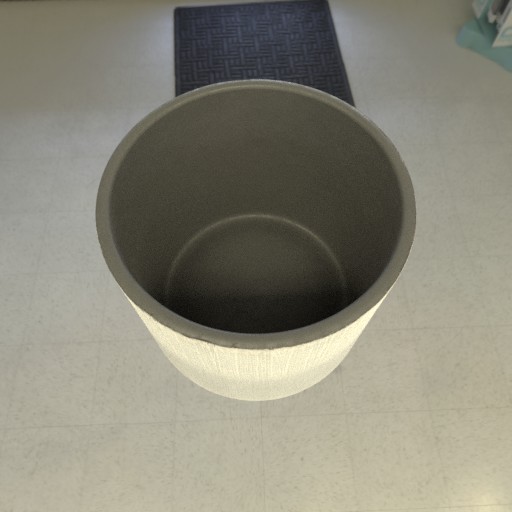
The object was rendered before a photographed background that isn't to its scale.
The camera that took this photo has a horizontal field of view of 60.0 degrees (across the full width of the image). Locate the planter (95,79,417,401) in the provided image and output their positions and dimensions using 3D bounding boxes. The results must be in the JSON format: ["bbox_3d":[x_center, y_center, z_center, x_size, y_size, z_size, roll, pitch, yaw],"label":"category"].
[{"bbox_3d":[0.000,0.000,0.397,0.226,0.201,0.226,0,63,0],"label":"planter"}]
